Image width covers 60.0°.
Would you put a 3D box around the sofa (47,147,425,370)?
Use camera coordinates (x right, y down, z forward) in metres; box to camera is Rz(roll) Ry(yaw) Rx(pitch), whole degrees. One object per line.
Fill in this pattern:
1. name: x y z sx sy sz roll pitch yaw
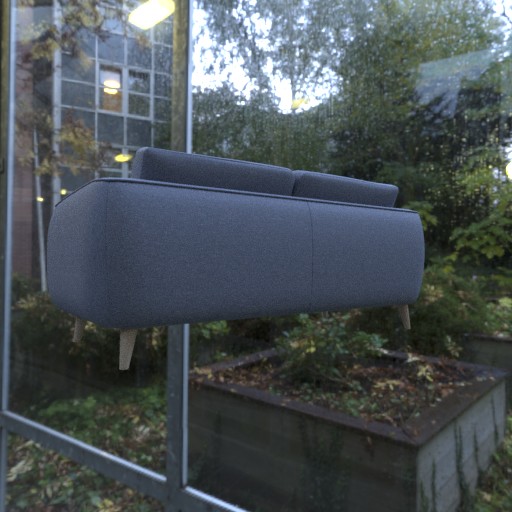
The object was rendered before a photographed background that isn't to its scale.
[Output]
1. sofa: 0.000 0.000 2.500 2.000 0.870 0.920 1 -1 -35
